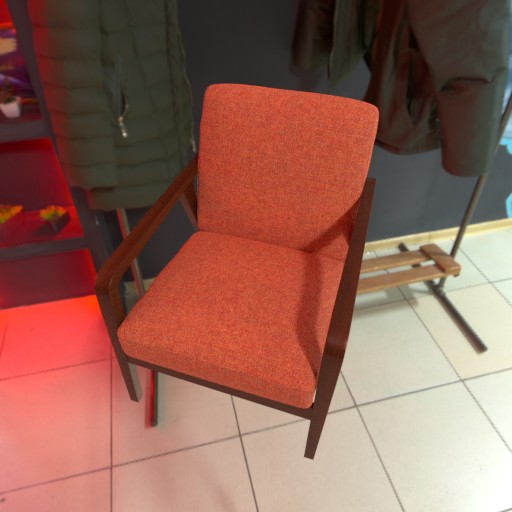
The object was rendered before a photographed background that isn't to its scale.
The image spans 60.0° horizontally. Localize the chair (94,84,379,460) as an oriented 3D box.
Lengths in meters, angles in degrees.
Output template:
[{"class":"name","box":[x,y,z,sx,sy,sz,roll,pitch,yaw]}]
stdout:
[{"class":"chair","box":[0.000,0.000,1.516,0.719,0.890,0.860,13,43,14]}]
